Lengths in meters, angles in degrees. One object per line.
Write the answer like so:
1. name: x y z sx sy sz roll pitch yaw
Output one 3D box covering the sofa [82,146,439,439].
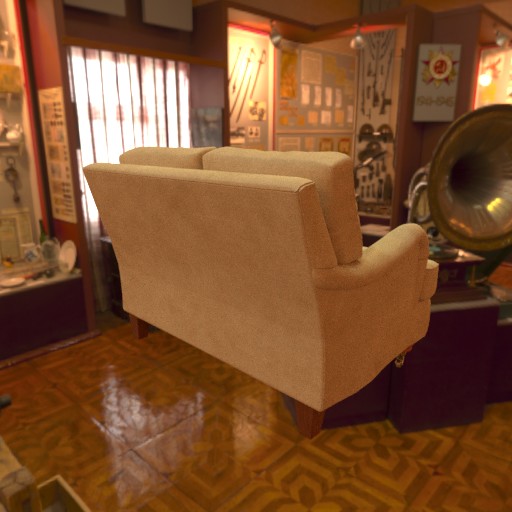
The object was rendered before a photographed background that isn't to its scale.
1. sofa: 0.000 0.000 2.253 1.498 1.087 1.086 14 20 43
